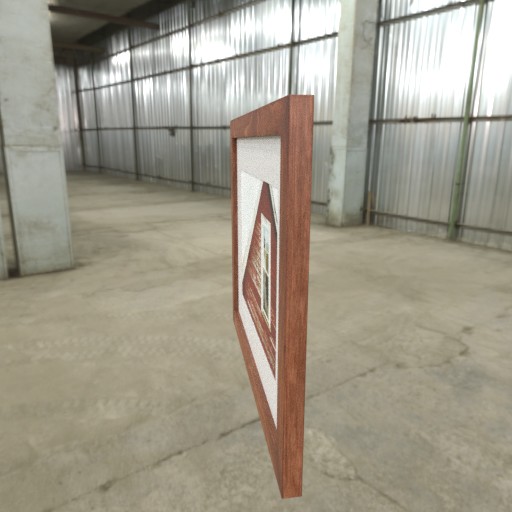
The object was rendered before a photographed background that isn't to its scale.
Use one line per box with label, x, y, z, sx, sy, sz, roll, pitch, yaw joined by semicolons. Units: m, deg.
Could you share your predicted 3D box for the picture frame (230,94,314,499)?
picture frame;0.000;0.000;0.743;0.025;0.457;0.559;-2;15;-9
